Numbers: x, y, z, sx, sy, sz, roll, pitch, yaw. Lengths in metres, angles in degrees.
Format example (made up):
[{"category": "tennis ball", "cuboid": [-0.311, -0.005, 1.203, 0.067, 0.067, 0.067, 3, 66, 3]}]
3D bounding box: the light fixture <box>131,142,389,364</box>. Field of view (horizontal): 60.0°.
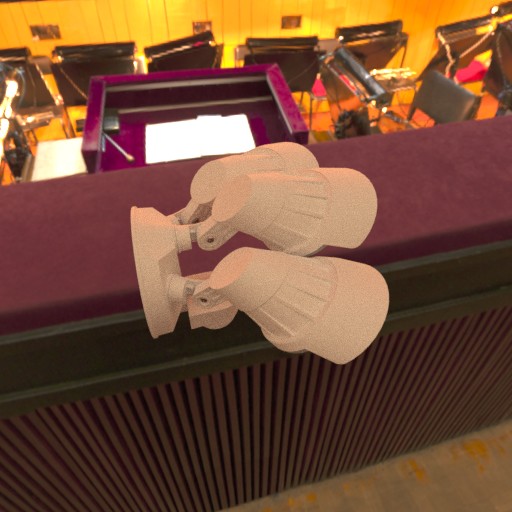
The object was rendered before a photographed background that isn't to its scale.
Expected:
[{"category": "light fixture", "cuboid": [0.000, 0.000, 0.562, 0.278, 0.237, 0.369, -9, 47, -9]}]
